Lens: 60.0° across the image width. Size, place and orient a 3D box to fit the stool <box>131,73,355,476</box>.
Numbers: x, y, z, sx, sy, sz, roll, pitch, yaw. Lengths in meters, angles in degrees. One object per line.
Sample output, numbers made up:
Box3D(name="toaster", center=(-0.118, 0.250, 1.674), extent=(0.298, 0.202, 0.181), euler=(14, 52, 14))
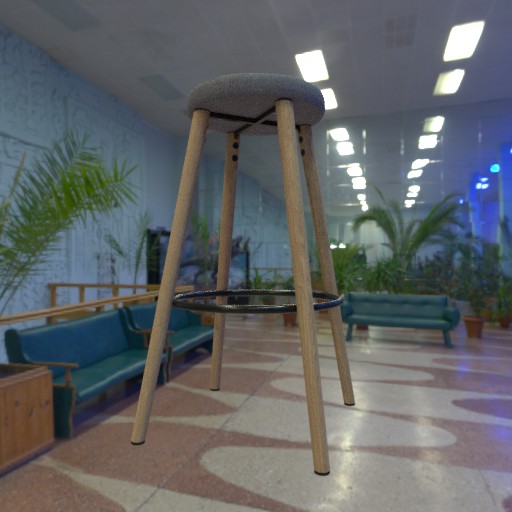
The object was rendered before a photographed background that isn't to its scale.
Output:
Box3D(name="stool", center=(0.000, 0.000, 1.032), extent=(0.410, 0.770, 0.410), euler=(0, 0, 19))
